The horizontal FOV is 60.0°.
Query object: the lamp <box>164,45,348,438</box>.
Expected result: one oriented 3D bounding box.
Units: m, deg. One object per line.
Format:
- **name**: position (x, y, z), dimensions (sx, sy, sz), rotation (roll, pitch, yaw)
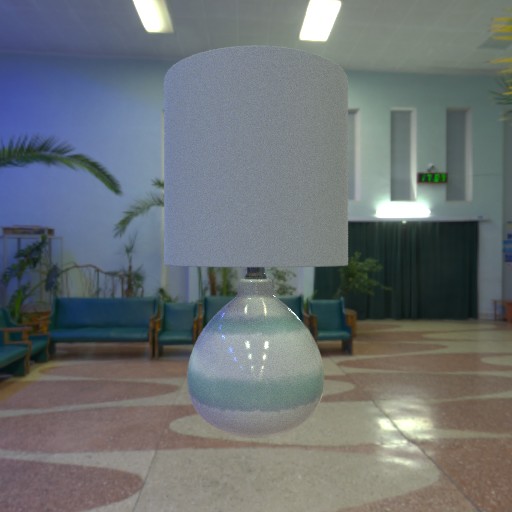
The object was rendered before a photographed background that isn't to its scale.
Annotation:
- **lamp**: position (0.000, 0.000, 0.533), dimensions (0.217, 0.404, 0.217), rotation (0, 0, 1)
